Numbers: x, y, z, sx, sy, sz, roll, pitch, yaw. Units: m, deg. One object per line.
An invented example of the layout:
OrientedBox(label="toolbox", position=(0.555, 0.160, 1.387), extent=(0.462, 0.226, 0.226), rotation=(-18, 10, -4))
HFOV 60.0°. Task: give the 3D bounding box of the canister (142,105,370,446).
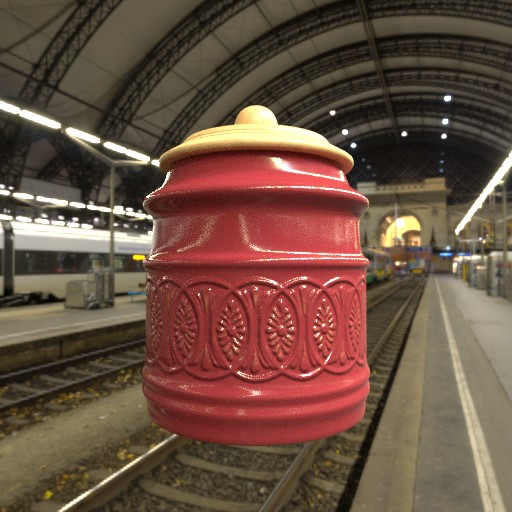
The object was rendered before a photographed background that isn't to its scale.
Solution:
OrientedBox(label="canister", position=(0.000, 0.000, 0.261), extent=(0.130, 0.176, 0.130), rotation=(0, -1, 0))
